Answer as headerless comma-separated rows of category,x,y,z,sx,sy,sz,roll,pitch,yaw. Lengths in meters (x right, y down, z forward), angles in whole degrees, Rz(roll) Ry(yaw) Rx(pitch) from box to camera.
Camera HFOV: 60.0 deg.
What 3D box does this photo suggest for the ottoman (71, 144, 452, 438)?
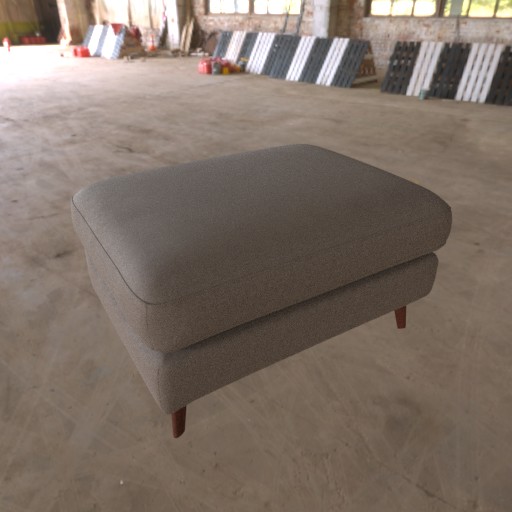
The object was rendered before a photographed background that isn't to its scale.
ottoman,0.000,0.000,1.183,0.811,0.449,0.608,-17,34,-27
